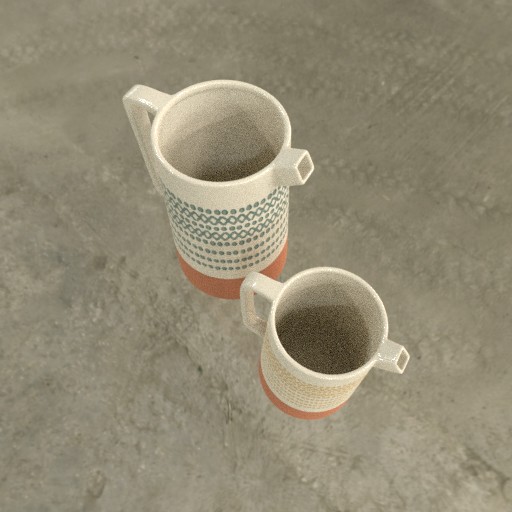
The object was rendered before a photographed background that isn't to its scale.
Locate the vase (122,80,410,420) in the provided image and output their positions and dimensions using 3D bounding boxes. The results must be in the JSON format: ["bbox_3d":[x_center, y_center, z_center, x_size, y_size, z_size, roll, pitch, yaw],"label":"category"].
[{"bbox_3d":[0.000,0.000,0.460,0.168,0.247,0.326,-17,64,-8],"label":"vase"}]
